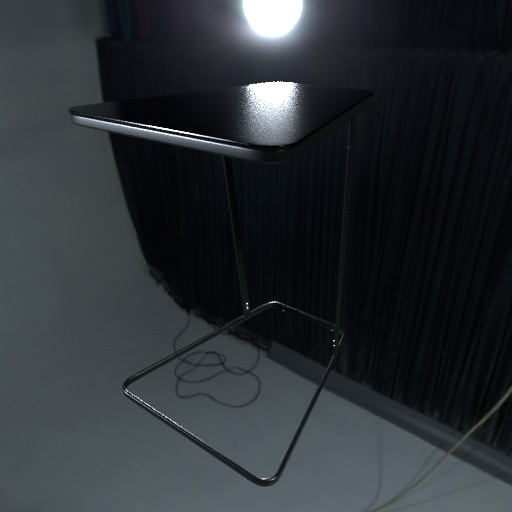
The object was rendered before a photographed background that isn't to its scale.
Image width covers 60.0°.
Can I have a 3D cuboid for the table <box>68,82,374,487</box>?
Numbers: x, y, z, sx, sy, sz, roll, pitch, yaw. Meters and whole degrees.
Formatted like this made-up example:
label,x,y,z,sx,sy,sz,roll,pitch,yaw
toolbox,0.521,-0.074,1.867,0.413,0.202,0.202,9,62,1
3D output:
label,x,y,z,sx,sy,sz,roll,pitch,yaw
table,0.000,0.000,0.934,0.427,0.624,0.500,19,34,31
